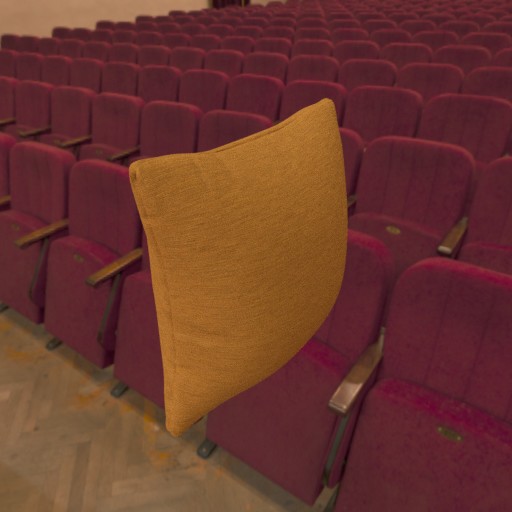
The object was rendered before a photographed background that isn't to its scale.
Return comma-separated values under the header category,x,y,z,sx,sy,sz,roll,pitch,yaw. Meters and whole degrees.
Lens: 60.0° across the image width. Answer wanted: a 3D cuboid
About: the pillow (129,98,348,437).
category,x,y,z,sx,sy,sz,roll,pitch,yaw
pillow,0.000,0.000,0.702,0.247,0.417,0.435,20,36,30
